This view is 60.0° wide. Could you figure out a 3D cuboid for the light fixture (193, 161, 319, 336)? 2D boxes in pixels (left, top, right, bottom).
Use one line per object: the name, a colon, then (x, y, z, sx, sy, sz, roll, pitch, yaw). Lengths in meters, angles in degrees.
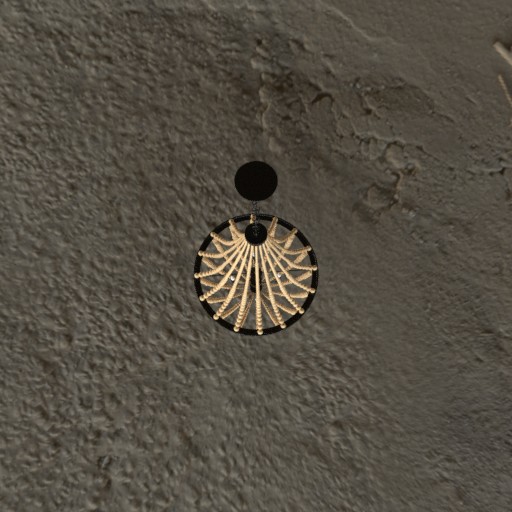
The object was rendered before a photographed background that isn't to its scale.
light fixture: (0.000, 0.000, 1.346, 0.450, 1.133, 0.450, 0, 76, 0)
